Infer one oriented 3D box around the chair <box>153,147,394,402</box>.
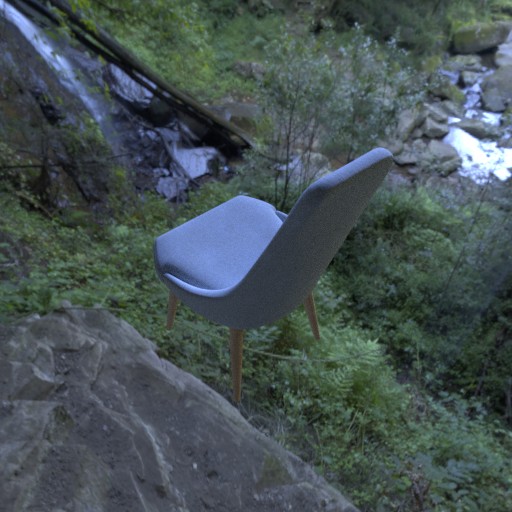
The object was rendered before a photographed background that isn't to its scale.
[{"bbox_3d":[0.000,0.000,1.421,0.510,1.040,0.660,-31,54,-26],"label":"chair"}]
